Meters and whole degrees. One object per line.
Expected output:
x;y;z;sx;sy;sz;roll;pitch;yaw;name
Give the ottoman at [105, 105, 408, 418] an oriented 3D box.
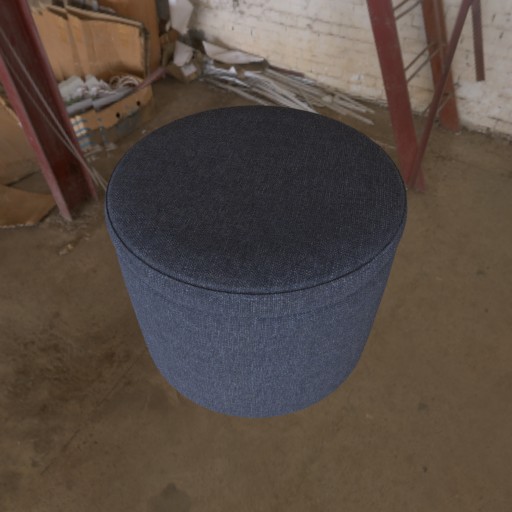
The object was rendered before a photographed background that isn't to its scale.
0.000;0.000;0.906;0.520;0.430;0.520;0;47;0;ottoman
